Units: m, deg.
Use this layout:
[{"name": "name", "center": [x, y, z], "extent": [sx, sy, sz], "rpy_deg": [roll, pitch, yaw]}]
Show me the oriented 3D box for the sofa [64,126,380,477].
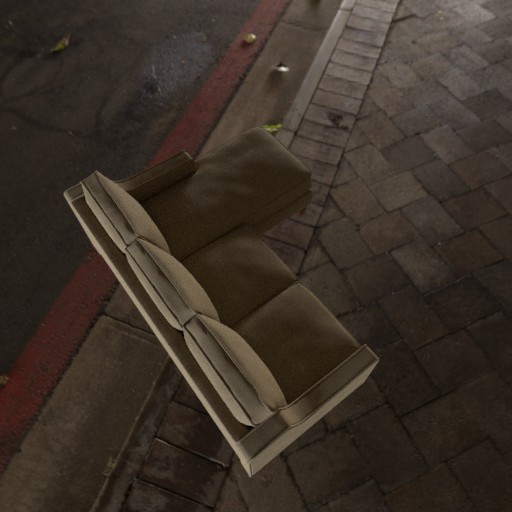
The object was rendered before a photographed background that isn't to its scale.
[{"name": "sofa", "center": [0.000, 0.000, 3.366], "extent": [1.858, 1.066, 2.317], "rpy_deg": [-33, 64, -19]}]
